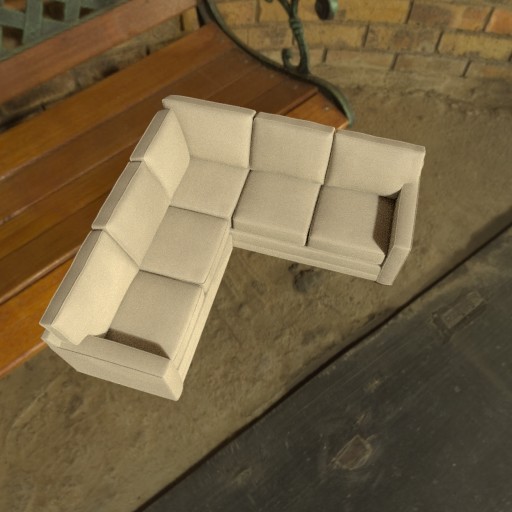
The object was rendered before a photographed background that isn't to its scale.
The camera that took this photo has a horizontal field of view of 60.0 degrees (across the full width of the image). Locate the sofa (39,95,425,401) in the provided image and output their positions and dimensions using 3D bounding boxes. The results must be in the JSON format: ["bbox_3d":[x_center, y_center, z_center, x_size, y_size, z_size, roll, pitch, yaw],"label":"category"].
[{"bbox_3d":[0.000,0.000,3.337,2.189,0.939,2.182,14,60,8],"label":"sofa"}]
